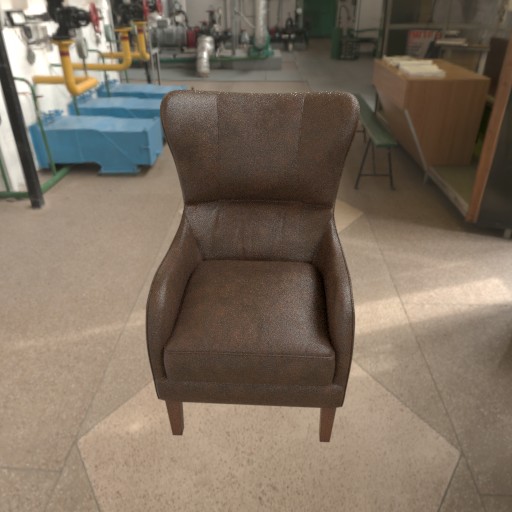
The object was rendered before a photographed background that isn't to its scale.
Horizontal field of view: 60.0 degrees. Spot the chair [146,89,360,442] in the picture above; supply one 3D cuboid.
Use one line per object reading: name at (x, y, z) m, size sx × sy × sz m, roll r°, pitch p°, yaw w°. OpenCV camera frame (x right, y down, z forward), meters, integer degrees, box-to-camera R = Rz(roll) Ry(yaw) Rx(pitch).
chair at (0.000, 0.000, 1.616) m, size 0.692 × 1.048 × 0.914 m, roll 2°, pitch 31°, yaw 3°
